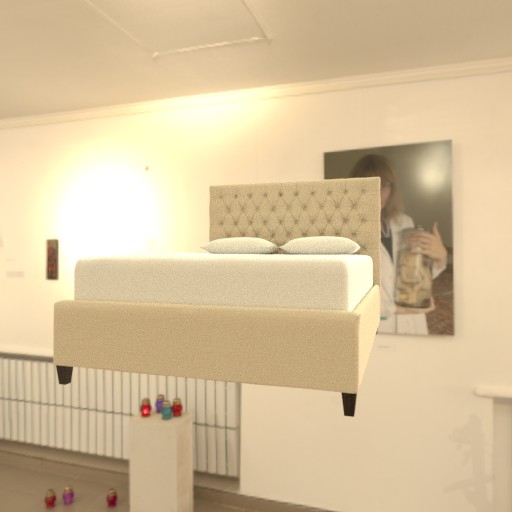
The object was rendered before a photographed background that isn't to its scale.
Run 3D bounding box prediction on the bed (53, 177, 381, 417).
[{"bbox_3d":[0.000,0.000,3.263,1.696,1.426,2.233,0,0,18],"label":"bed"}]
